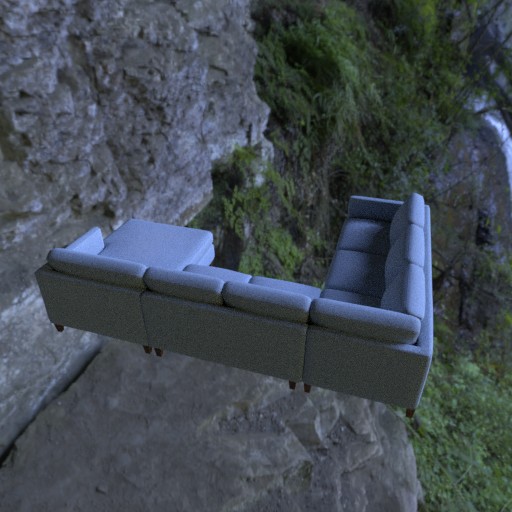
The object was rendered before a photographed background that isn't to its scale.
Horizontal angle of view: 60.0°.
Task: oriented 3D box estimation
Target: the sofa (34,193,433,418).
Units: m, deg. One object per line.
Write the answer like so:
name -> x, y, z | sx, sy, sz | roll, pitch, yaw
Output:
sofa -> 0.000, 0.000, 4.638 | 3.403, 0.889, 2.551 | 10, 34, 15
